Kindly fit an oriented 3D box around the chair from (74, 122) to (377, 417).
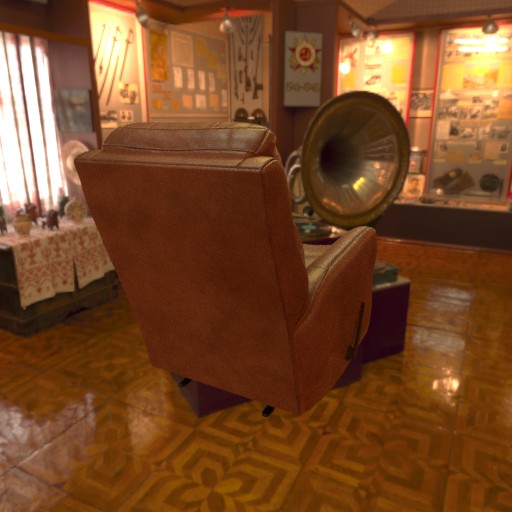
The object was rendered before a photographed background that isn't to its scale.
[{"bbox_3d":[0.000,0.000,1.756,0.821,1.016,1.072,9,19,28],"label":"chair"}]
